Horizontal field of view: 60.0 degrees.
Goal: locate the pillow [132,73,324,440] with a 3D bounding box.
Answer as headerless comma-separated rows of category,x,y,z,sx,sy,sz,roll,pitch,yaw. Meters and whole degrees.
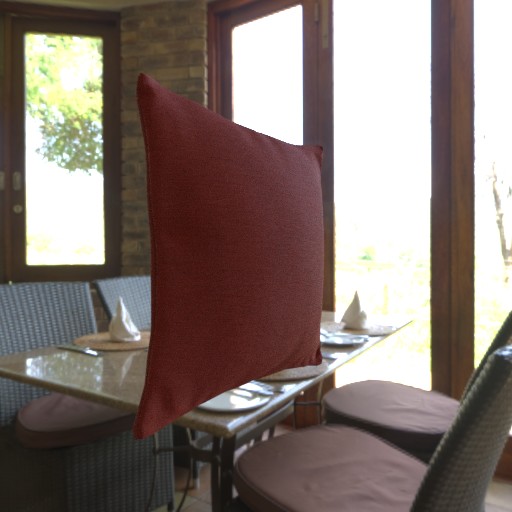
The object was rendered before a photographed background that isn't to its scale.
pillow,0.000,0.000,0.668,0.151,0.416,0.435,0,0,36
